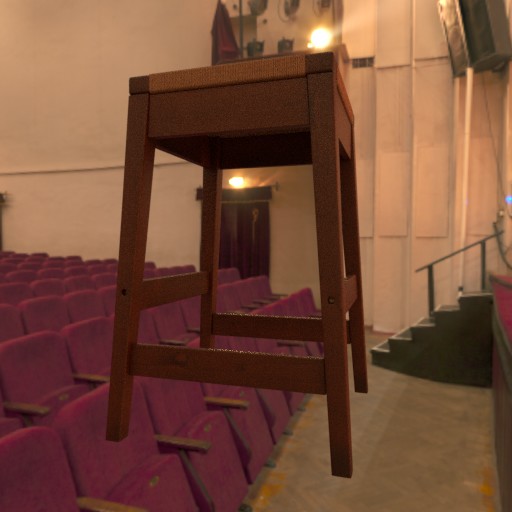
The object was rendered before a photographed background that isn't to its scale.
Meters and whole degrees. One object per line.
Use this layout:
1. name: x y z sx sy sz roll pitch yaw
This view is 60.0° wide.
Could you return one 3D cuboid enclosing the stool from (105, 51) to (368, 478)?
1. stool: 0.000 0.000 1.077 0.507 0.762 0.497 0 2 18
